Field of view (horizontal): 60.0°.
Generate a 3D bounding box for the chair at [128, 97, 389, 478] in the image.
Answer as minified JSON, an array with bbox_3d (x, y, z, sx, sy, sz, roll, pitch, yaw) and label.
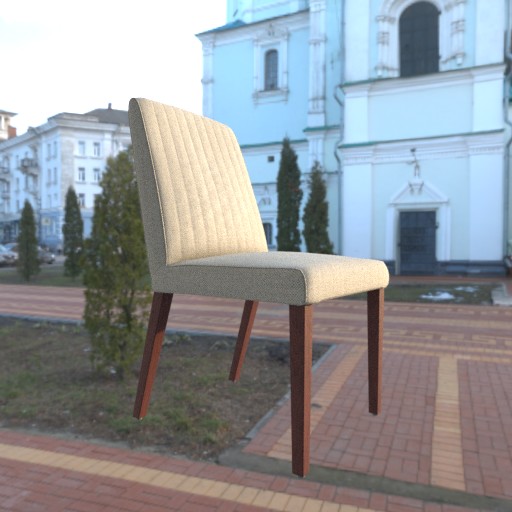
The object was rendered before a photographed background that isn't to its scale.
[{"bbox_3d":[0.000,0.000,1.235,0.594,0.900,0.480,1,2,36],"label":"chair"}]
